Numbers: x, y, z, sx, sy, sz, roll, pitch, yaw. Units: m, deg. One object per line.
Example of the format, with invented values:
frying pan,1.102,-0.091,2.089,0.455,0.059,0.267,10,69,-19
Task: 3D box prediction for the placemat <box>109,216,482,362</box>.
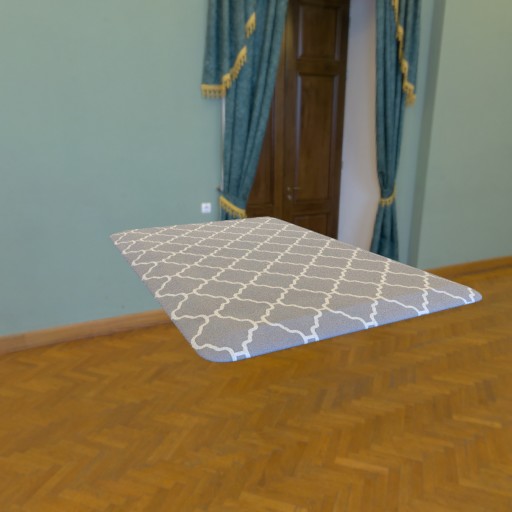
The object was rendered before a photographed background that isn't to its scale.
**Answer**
placemat,0.000,0.000,0.962,0.508,0.021,0.762,-8,18,-25
